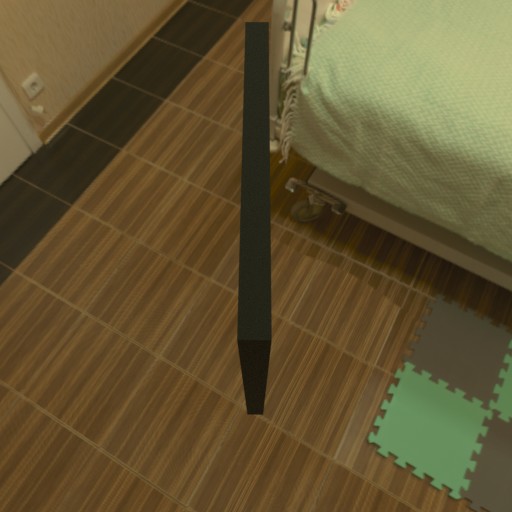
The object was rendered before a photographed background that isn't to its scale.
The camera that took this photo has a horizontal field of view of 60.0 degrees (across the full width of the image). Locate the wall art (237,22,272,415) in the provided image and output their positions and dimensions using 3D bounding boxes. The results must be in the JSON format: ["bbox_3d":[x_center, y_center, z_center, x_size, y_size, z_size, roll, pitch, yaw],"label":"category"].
[{"bbox_3d":[0.000,0.000,0.771,0.033,0.559,0.457,0,64,0],"label":"wall art"}]
